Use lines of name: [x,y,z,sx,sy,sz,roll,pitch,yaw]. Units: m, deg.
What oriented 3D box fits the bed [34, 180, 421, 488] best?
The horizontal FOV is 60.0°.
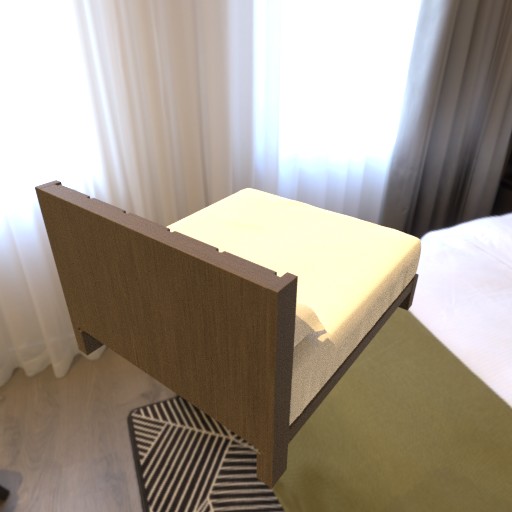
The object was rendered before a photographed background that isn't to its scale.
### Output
bed: [0.000,0.000,3.124,1.735,1.261,1.992,22,37,31]
